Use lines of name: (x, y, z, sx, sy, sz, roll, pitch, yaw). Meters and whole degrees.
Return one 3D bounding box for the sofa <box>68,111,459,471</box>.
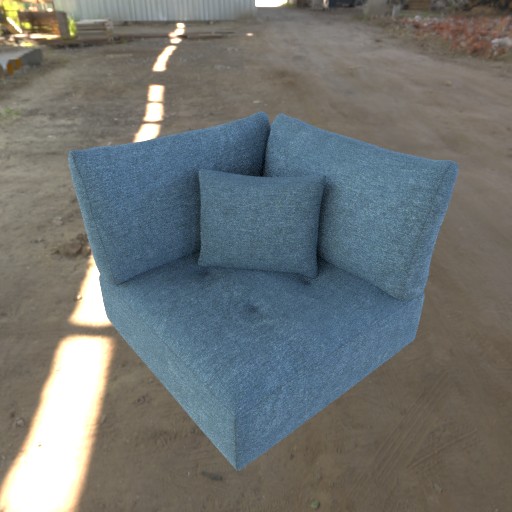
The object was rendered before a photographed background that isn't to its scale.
sofa: (0.000, 0.000, 1.740, 1.000, 0.820, 1.000, -23, 38, -33)
